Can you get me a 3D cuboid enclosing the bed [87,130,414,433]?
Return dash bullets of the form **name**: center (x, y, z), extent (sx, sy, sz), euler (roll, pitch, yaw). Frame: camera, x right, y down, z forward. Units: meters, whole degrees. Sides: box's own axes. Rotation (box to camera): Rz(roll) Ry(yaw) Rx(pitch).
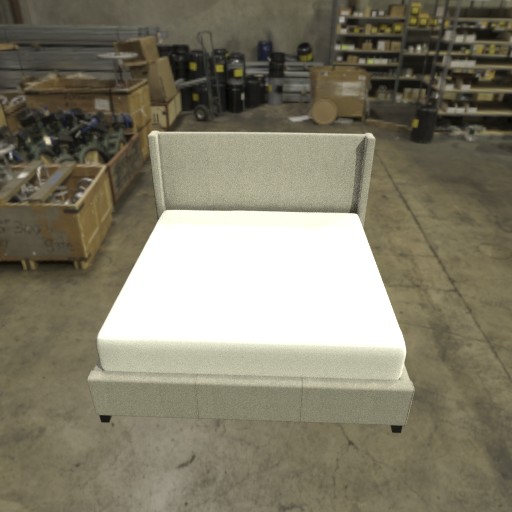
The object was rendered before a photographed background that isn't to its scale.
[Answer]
- **bed**: center (0.000, 0.000, 3.685), extent (2.140, 1.470, 2.280), euler (1, 30, 2)
